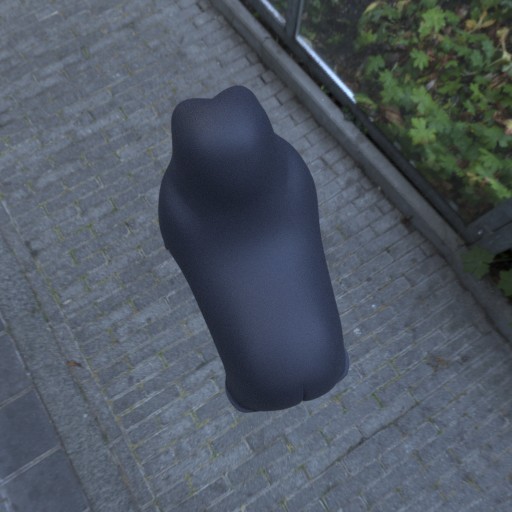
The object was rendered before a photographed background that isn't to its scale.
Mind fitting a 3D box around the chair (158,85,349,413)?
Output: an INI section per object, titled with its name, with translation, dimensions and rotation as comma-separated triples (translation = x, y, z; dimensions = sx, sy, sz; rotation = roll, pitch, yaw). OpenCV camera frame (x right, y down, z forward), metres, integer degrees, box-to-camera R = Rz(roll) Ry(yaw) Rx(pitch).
[chair]
translation = 0.000, 0.000, 1.113
dimensions = 0.490, 0.600, 0.758
rotation = -18, 76, -5
